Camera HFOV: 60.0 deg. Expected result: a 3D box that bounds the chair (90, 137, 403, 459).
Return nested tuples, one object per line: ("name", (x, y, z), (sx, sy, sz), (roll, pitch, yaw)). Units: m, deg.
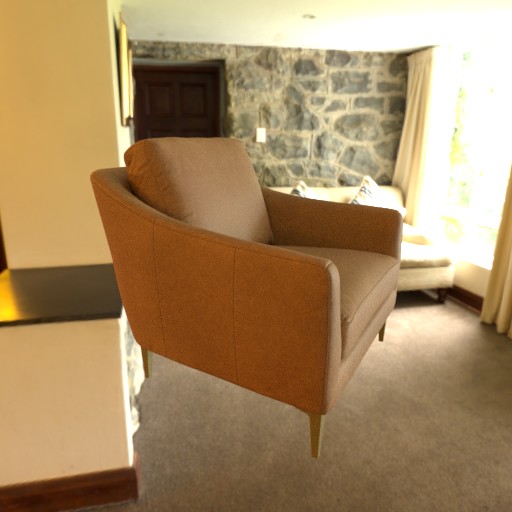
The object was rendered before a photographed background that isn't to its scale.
("chair", (0.000, 0.000, 1.724), (0.963, 0.895, 0.988), (7, 16, 27))
